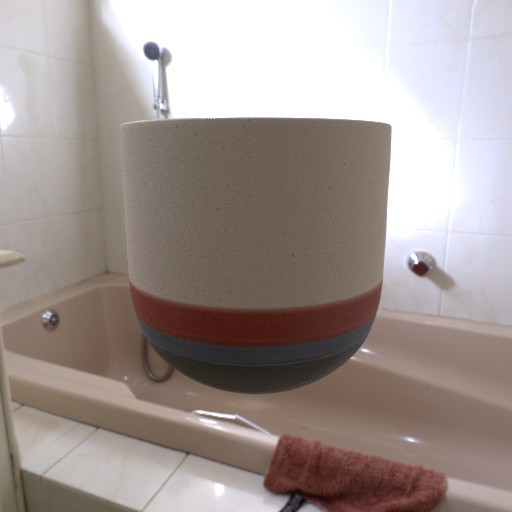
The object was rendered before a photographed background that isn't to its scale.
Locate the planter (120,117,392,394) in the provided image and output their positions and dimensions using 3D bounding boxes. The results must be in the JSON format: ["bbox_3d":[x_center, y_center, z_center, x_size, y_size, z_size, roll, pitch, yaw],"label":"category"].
[{"bbox_3d":[0.000,0.000,0.482,0.268,0.270,0.268,0,13,0],"label":"planter"}]
